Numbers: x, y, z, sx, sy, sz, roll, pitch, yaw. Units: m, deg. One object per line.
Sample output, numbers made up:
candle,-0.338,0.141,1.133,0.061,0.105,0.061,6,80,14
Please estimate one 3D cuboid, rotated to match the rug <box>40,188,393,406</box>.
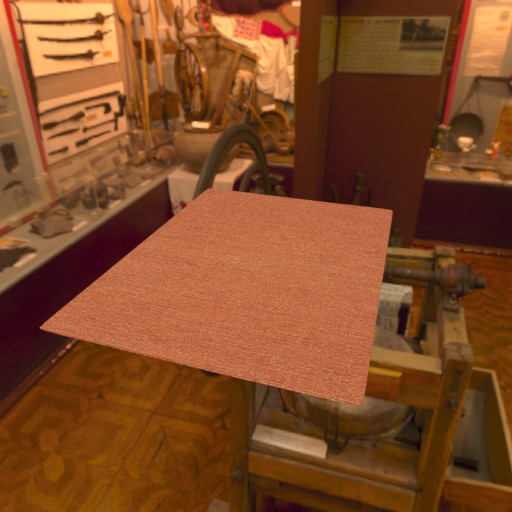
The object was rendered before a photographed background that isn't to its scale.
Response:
rug,0.000,0.000,2.860,1.594,0.009,2.112,9,30,16
